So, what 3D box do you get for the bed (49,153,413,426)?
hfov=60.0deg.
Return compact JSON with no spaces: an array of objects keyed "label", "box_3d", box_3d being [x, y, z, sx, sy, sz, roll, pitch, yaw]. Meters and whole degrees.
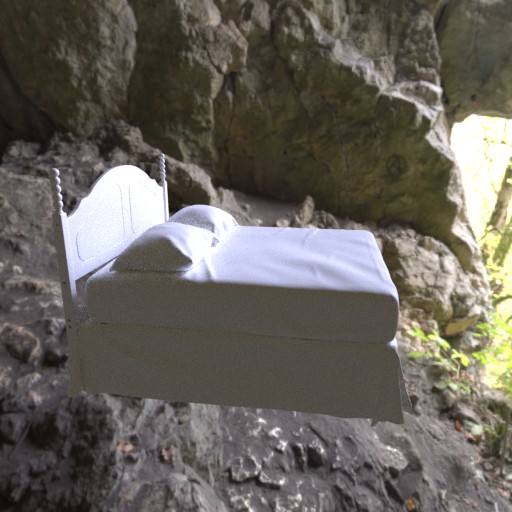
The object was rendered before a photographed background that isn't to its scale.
[{"label":"bed","box_3d":[0.000,0.000,3.209,2.040,1.356,1.873,3,16,9]}]
